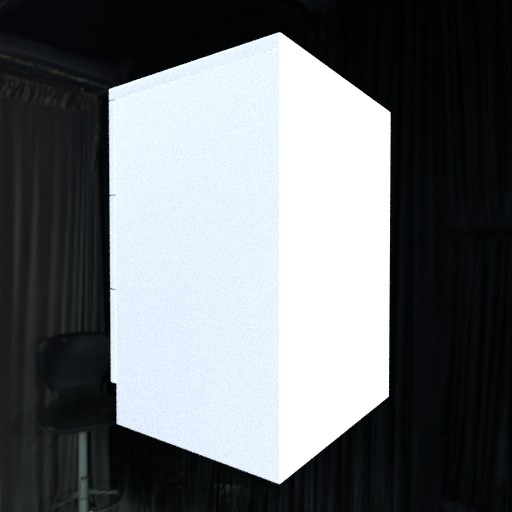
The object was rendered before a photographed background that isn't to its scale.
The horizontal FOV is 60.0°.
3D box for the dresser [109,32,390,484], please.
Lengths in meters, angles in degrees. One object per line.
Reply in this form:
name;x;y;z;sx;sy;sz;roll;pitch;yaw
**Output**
dresser;0.000;0.000;0.816;0.360;0.560;0.400;1;1;36
